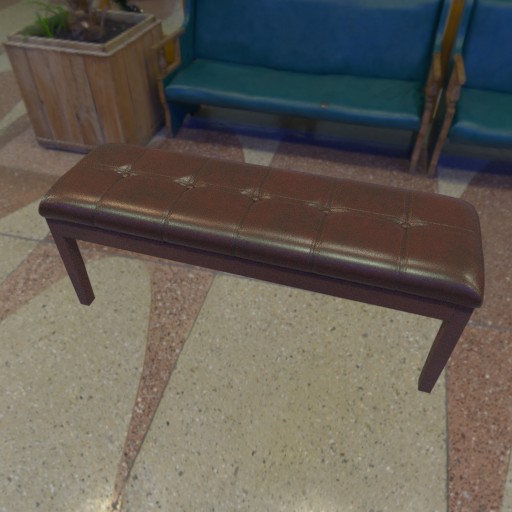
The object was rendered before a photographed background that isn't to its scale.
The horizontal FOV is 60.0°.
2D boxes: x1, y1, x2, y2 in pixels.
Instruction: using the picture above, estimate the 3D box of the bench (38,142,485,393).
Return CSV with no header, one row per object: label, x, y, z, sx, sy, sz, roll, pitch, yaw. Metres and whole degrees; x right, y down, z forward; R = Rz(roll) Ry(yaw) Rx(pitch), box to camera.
bench,0.000,0.000,1.448,1.259,0.491,0.401,12,44,12
